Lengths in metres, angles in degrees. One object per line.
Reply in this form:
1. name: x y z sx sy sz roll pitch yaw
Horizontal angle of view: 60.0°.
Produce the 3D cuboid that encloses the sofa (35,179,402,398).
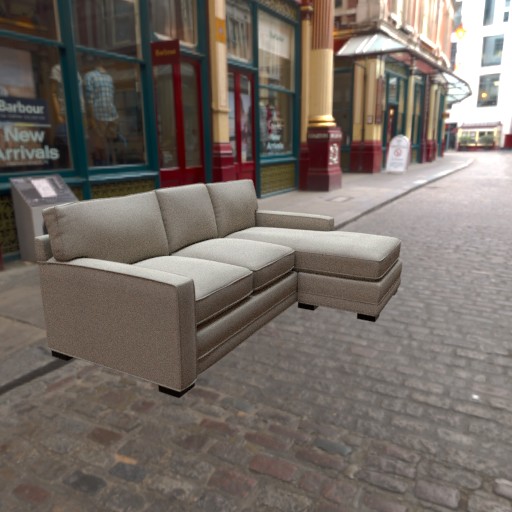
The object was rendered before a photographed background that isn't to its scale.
1. sofa: 0.000 0.000 2.889 1.496 0.861 2.087 8 16 27
